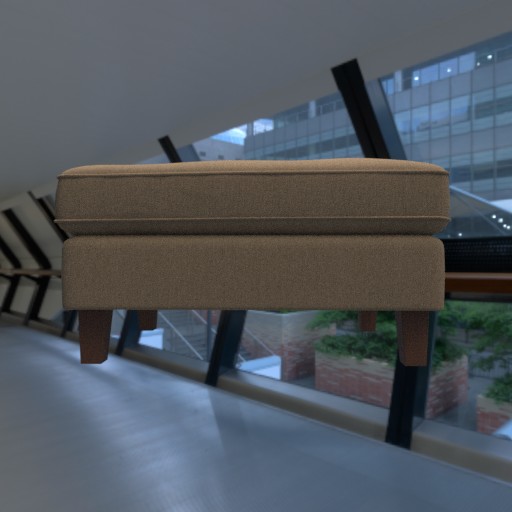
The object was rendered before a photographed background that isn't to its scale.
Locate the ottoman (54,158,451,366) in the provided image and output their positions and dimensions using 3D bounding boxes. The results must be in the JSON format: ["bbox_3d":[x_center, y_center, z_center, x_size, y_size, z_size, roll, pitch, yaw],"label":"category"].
[{"bbox_3d":[0.000,0.000,1.325,0.945,0.521,0.636,0,0,1],"label":"ottoman"}]
